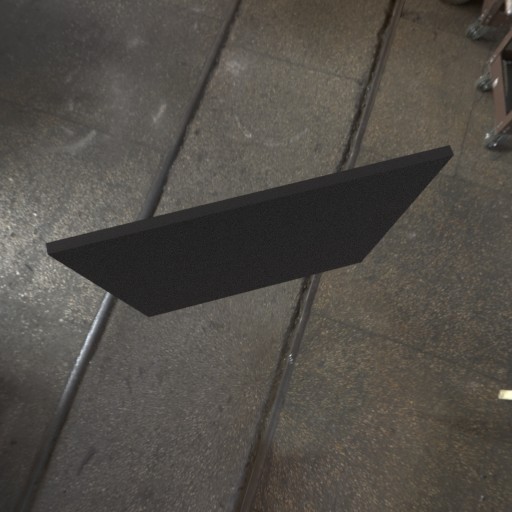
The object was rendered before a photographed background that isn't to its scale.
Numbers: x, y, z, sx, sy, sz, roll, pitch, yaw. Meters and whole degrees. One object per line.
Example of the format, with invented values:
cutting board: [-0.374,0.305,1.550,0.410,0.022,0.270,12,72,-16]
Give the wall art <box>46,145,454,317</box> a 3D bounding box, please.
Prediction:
wall art: [0.000,0.000,0.702,0.456,0.458,0.013,-14,74,-4]
